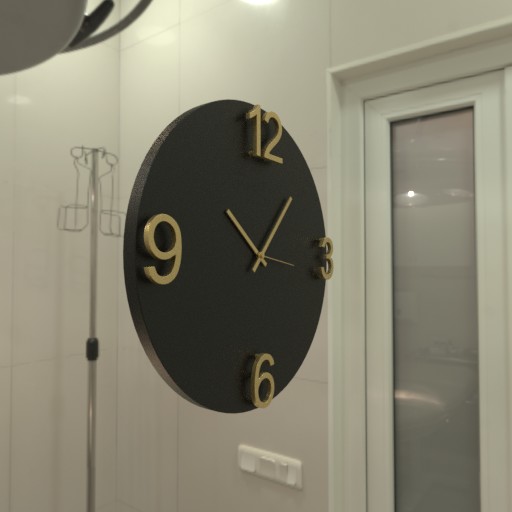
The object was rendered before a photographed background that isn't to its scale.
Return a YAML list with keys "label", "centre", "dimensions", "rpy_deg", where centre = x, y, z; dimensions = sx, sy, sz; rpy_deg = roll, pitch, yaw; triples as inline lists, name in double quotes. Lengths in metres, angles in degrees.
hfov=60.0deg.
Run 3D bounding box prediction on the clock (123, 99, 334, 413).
- label: "clock"
  centre: [0.000, 0.000, 0.667]
  dimensions: [0.038, 0.454, 0.454]
  rpy_deg: [-1, -2, 36]
